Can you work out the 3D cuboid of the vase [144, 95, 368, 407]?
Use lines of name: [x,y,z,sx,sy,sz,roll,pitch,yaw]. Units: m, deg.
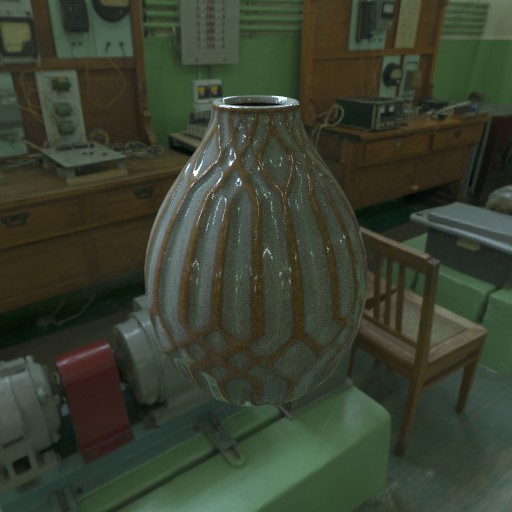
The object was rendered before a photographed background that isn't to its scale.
vase: [0.000,0.000,0.262,0.131,0.175,0.131,0,27,0]
